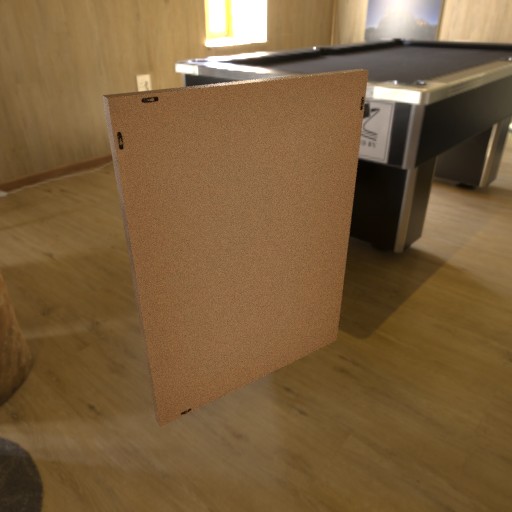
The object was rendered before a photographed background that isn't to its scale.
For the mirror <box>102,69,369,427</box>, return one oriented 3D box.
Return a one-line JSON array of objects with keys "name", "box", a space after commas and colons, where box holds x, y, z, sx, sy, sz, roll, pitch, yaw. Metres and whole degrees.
[{"name": "mirror", "box": [0.000, 0.000, 1.368, 0.762, 1.016, 0.041, -18, 35, -29]}]
